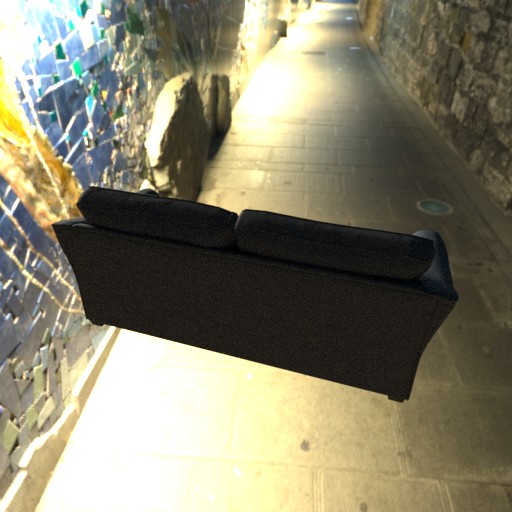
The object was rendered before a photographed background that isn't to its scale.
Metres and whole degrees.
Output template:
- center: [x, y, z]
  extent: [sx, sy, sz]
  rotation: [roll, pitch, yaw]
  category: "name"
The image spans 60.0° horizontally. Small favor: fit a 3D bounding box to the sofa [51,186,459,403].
- center: [0.000, 0.000, 2.819]
  extent: [2.270, 0.950, 0.971]
  rotation: [10, 34, 16]
  category: "sofa"
